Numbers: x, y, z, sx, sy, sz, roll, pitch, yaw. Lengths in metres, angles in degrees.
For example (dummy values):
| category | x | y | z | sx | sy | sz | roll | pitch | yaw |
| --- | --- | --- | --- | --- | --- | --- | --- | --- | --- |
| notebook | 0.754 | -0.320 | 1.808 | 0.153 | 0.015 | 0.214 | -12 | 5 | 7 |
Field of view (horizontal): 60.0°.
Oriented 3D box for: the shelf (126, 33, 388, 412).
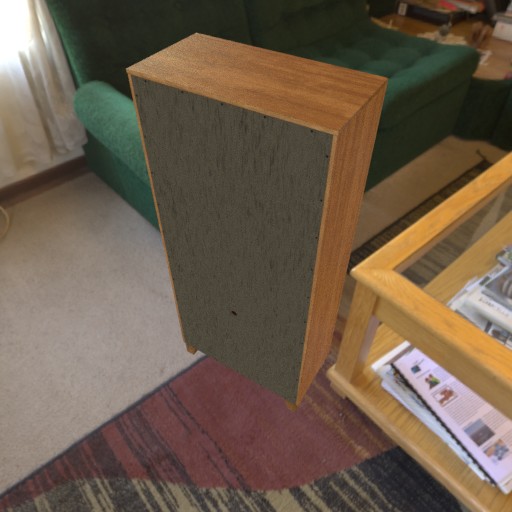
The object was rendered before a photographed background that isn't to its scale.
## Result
| category | x | y | z | sx | sy | sz | roll | pitch | yaw |
| --- | --- | --- | --- | --- | --- | --- | --- | --- | --- |
| shelf | 0.000 | 0.000 | 2.322 | 0.864 | 1.930 | 0.453 | 24 | 50 | 21 |
